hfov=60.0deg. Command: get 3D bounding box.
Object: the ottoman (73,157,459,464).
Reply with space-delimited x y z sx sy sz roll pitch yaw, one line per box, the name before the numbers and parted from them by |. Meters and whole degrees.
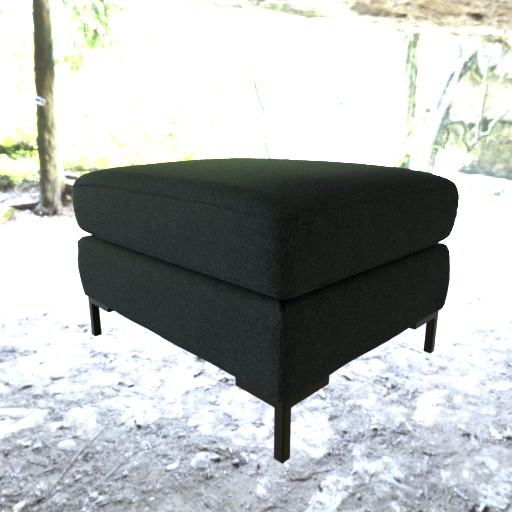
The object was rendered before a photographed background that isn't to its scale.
ottoman | 0.000 0.000 1.250 0.695 0.533 0.831 -14 20 -43
